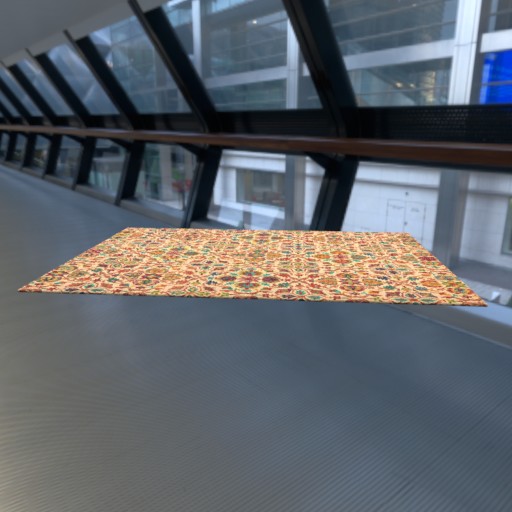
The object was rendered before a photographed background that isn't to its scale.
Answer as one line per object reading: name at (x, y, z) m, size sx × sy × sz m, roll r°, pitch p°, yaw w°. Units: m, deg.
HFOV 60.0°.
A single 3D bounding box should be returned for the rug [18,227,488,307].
rug at (0.000, 0.000, 2.306) m, size 1.838 × 0.013 × 1.226 m, roll 1°, pitch 16°, yaw 5°
